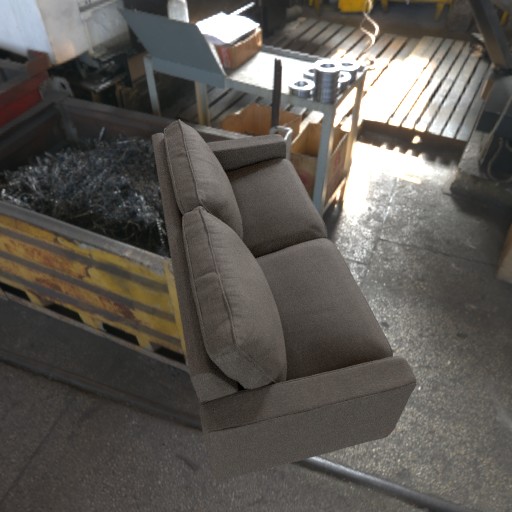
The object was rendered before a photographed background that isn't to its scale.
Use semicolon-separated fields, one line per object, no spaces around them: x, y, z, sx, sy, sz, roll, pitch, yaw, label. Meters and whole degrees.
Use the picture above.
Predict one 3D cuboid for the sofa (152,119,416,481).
0.000;0.000;2.561;0.940;0.919;2.080;-10;46;-10;sofa
